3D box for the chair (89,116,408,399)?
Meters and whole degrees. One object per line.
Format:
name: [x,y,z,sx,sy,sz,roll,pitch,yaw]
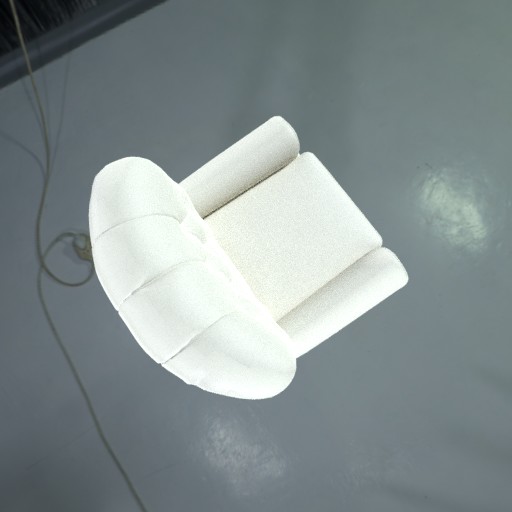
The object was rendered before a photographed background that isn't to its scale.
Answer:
chair: [0.000,0.000,2.053,1.132,1.169,1.035,-35,79,-8]
